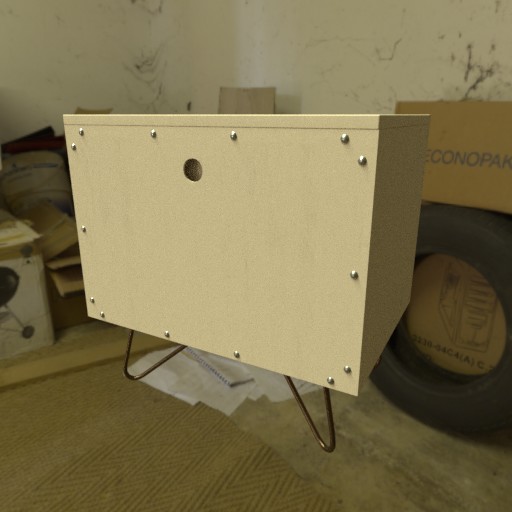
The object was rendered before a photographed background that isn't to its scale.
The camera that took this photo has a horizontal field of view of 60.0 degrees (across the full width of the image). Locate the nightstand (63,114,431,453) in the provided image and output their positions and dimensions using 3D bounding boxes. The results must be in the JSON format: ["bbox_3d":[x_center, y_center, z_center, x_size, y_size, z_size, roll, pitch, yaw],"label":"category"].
[{"bbox_3d":[0.000,0.000,0.995,0.614,0.604,0.447,9,20,27],"label":"nightstand"}]
